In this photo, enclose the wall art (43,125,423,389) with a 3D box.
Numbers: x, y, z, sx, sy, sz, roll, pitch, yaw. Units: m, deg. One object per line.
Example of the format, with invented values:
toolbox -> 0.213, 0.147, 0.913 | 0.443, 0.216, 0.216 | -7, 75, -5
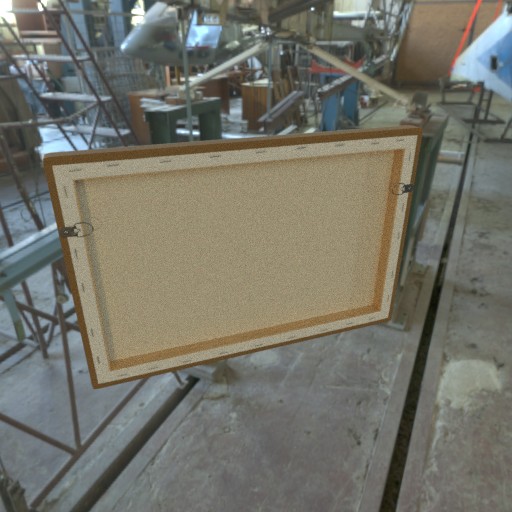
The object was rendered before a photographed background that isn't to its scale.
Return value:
wall art -> 0.000, 0.000, 0.486 | 0.380, 0.254, 0.019 | -9, 28, -18
